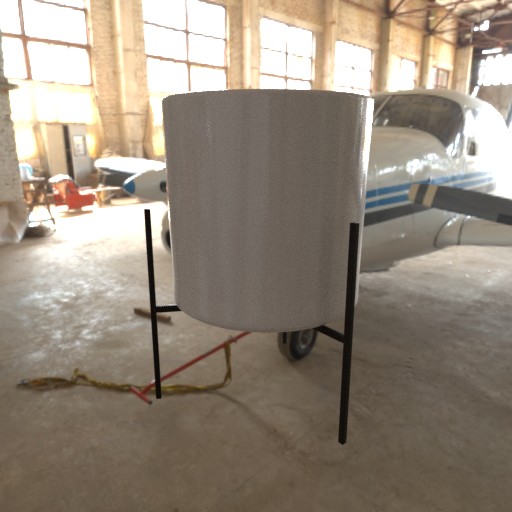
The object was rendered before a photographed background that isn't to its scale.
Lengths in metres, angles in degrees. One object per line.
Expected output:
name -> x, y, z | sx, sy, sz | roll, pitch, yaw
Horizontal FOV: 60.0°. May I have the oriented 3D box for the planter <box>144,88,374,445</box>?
planter -> 0.000, 0.000, 0.645 | 0.308, 0.431, 0.307 | -3, 15, -10
